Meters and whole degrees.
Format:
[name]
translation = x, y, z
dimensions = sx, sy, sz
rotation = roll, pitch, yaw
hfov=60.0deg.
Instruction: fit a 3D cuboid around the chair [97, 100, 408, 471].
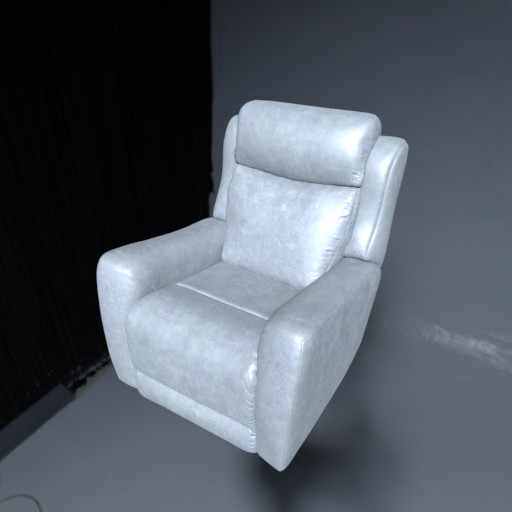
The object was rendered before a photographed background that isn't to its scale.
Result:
[chair]
translation = 0.000, 0.000, 1.926
dimensions = 0.967, 1.116, 1.068
rotation = 18, 35, 28
